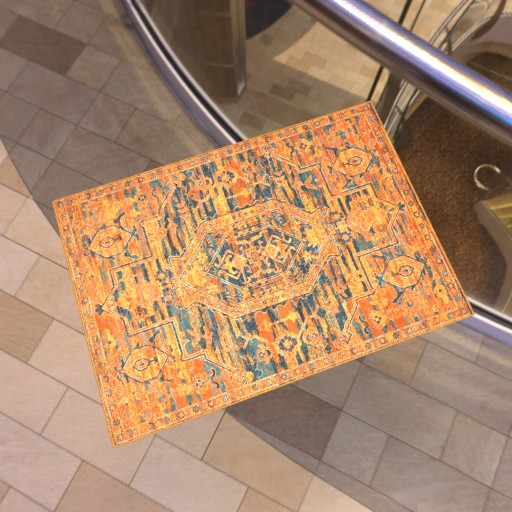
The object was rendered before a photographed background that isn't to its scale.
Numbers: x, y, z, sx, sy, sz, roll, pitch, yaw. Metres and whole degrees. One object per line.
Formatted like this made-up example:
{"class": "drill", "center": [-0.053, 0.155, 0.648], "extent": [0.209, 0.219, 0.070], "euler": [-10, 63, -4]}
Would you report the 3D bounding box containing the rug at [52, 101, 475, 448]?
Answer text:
{"class": "rug", "center": [0.000, 0.000, 3.595], "extent": [2.916, 0.019, 2.043], "euler": [-19, 75, -5]}
